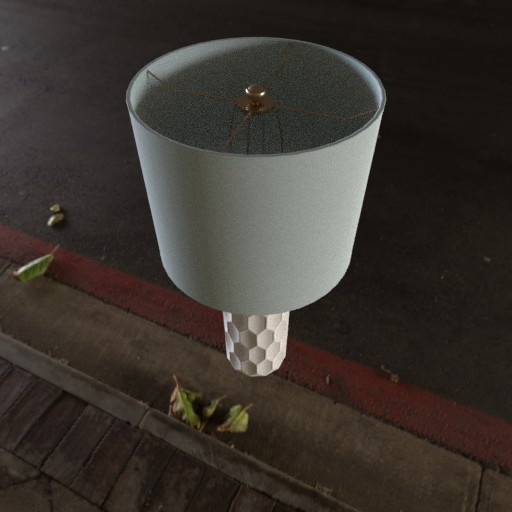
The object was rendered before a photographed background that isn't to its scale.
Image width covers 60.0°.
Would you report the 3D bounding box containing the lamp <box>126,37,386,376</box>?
[{"bbox_3d":[0.000,0.000,0.673,0.277,0.534,0.277,-24,51,-22],"label":"lamp"}]
